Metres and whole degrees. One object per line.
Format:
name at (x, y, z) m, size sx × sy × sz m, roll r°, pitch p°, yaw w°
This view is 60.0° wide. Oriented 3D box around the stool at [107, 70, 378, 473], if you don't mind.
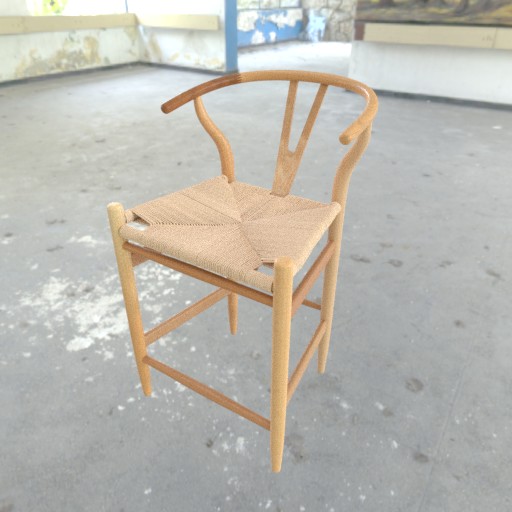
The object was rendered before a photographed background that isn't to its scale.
stool at (0.000, 0.000, 1.271) m, size 0.536 × 0.923 × 0.575 m, roll 18°, pitch 35°, yaw 28°
